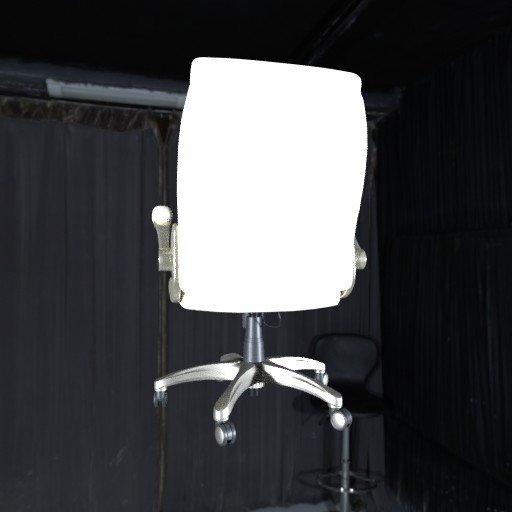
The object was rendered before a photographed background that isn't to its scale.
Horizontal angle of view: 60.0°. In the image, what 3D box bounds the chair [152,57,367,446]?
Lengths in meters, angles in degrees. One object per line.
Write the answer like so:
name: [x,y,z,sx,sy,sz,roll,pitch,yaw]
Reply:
chair: [0.000,0.000,1.623,0.740,1.110,0.794,0,0,-17]
